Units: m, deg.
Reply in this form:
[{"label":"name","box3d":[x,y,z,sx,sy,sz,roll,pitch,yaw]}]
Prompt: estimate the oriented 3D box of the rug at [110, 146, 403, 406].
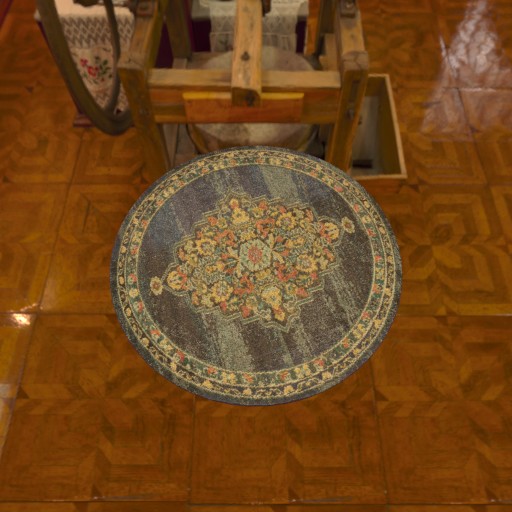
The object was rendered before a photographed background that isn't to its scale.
[{"label":"rug","box3d":[0.000,0.000,2.438,1.591,0.010,1.591,0,62,0]}]
